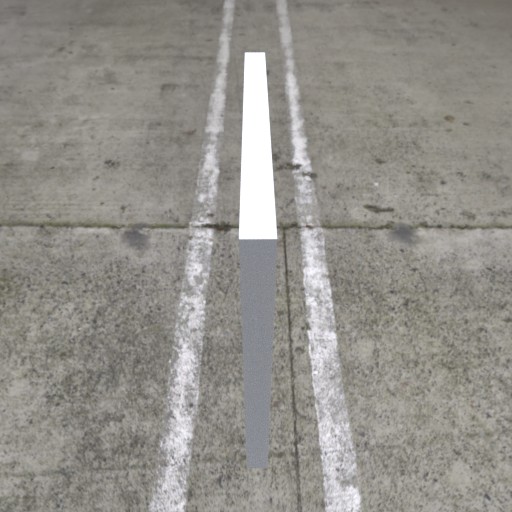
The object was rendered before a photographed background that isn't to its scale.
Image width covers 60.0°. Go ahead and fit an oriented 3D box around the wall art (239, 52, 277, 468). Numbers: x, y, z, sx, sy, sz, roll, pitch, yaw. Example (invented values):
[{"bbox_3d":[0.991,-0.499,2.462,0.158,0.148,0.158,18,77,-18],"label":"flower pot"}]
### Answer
[{"bbox_3d":[0.000,0.000,0.765,0.035,0.507,0.508,0,42,0],"label":"wall art"}]
